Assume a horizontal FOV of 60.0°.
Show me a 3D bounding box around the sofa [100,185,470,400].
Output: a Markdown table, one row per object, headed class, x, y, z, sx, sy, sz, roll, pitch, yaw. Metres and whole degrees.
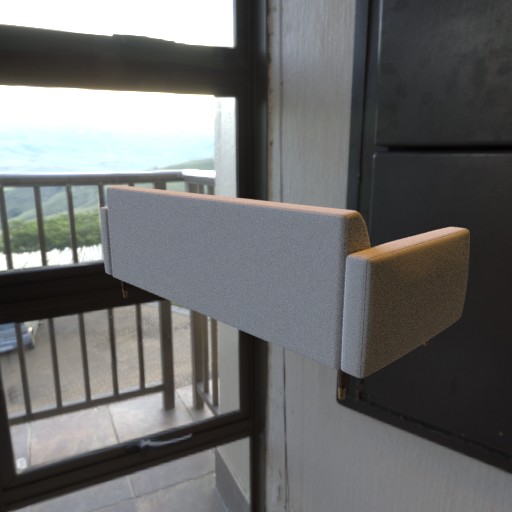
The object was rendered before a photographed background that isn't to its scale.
| class | x | y | z | sx | sy | sz | roll | pitch | yaw |
| --- | --- | --- | --- | --- | --- | --- | --- | --- | --- |
| sofa | 0.000 | 0.000 | 2.785 | 0.990 | 0.821 | 2.291 | -12 | 18 | -43 |
